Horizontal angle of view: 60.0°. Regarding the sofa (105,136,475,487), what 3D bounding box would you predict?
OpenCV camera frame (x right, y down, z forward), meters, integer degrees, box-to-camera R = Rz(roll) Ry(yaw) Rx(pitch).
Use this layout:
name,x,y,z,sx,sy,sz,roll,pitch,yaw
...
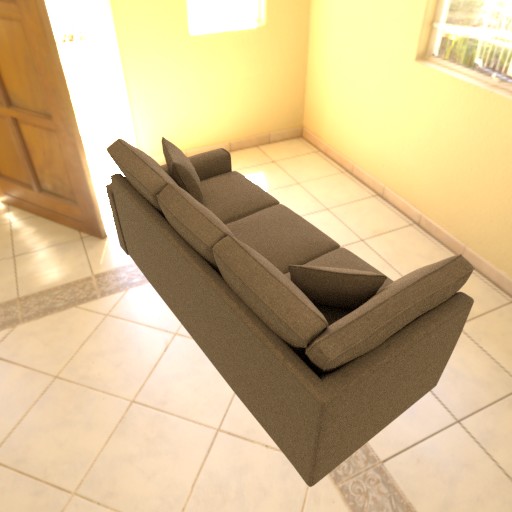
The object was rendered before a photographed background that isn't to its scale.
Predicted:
name,x,y,z,sx,sy,sz,roll,pitch,yaw
sofa,0.000,0.000,2.797,1.061,0.962,2.317,-24,45,-27
